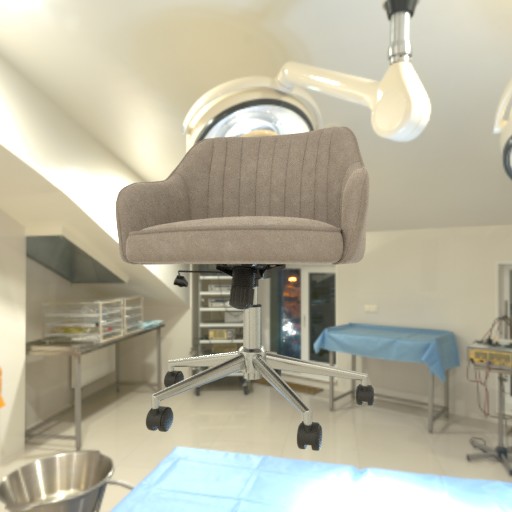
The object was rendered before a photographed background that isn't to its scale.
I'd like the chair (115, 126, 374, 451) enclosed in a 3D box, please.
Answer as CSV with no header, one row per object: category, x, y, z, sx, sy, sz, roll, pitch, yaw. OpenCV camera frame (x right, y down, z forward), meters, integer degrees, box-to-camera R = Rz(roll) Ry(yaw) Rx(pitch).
chair,0.000,0.000,1.250,0.635,0.831,0.573,0,-1,17
